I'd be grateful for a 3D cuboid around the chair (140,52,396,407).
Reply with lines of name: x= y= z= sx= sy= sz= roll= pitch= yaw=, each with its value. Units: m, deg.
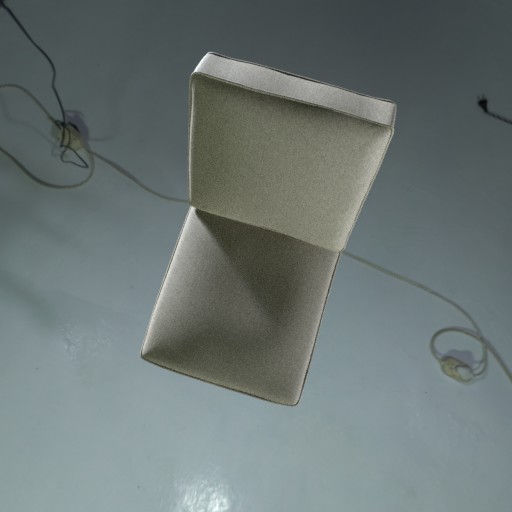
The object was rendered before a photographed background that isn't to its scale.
chair: x=0.000 y=0.000 z=1.719 sx=0.674 sy=1.058 sz=1.020 roll=16 pitch=77 yaw=4
